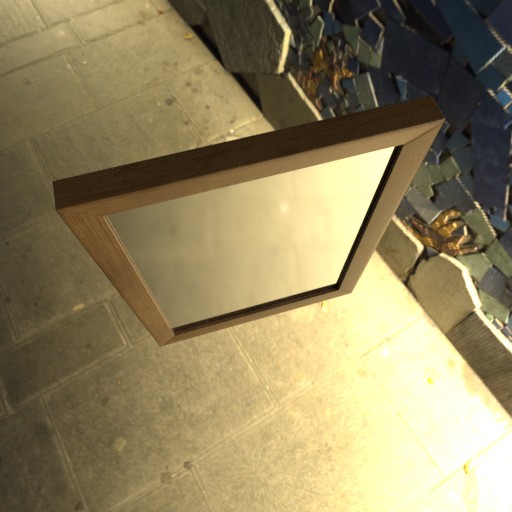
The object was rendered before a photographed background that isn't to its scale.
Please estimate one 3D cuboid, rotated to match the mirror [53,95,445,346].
[{"bbox_3d":[0.000,0.000,0.679,0.405,0.508,0.041,-15,65,-7],"label":"mirror"}]
